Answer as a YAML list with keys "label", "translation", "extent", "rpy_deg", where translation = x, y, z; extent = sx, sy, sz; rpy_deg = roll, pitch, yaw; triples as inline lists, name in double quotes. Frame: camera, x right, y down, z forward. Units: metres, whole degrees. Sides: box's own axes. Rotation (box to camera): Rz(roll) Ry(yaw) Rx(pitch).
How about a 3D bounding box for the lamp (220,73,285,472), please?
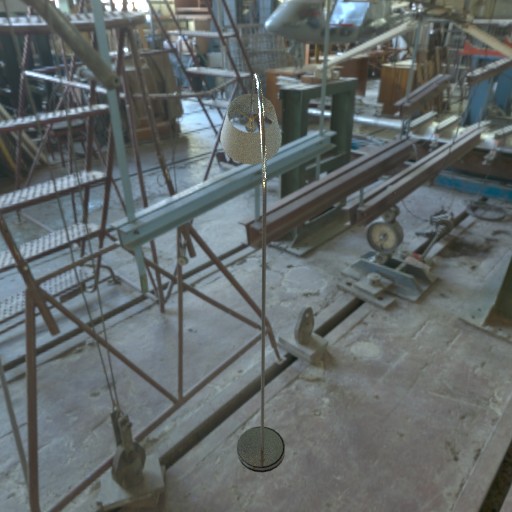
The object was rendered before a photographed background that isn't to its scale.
- label: "lamp"
  translation: [0.000, 0.000, 2.713]
  extent: [0.406, 2.098, 1.445]
  rpy_deg: [-2, 29, -3]
